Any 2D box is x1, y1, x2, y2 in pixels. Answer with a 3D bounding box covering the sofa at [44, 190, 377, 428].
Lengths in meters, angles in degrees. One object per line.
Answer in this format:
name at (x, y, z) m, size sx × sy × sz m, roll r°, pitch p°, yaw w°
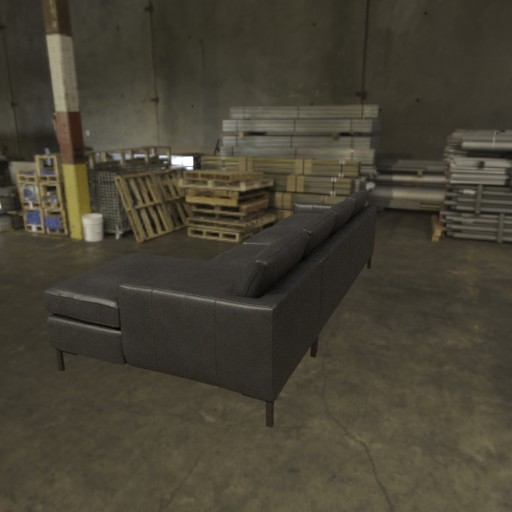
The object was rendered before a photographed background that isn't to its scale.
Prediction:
sofa at (0.000, 0.000, 3.628) m, size 1.471 × 0.859 × 2.993 m, roll 7°, pitch 17°, yaw 23°
